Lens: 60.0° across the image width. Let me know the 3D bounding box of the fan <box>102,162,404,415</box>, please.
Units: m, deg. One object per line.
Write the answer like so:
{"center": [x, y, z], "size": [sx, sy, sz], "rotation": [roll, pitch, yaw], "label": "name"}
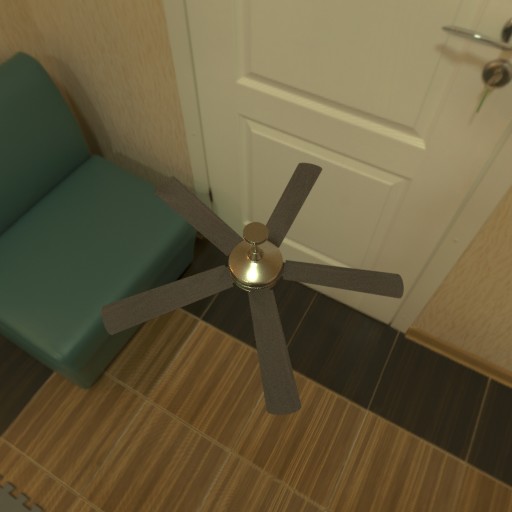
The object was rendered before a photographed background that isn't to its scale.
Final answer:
{"center": [0.000, 0.000, 1.963], "size": [1.321, 0.356, 1.321], "rotation": [0, 57, 0], "label": "fan"}
